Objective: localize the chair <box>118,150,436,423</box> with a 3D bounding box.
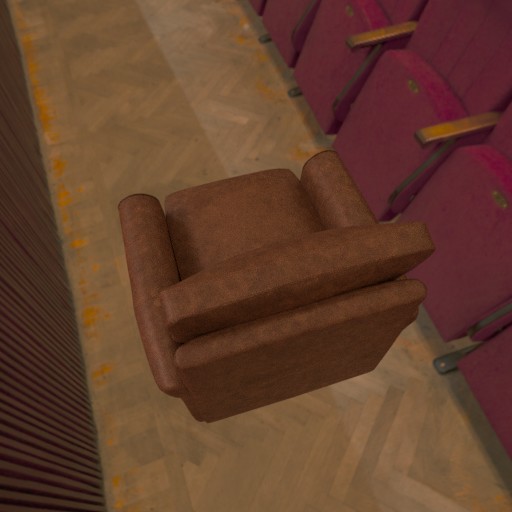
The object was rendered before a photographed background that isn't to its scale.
[{"bbox_3d":[0.000,0.000,1.799,0.996,0.976,1.002,-15,59,-9],"label":"chair"}]
